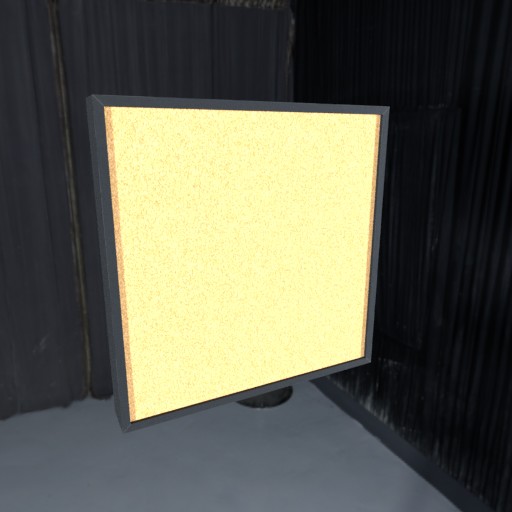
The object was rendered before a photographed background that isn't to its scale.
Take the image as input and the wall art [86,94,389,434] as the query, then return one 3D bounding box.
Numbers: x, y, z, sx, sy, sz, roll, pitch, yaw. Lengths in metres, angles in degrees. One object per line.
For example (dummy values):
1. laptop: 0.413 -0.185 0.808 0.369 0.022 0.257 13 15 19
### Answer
1. wall art: 0.000 0.000 0.466 0.305 0.305 0.037 -8 17 -26
